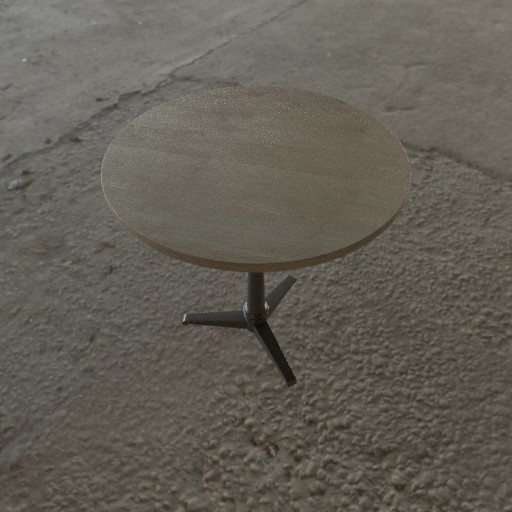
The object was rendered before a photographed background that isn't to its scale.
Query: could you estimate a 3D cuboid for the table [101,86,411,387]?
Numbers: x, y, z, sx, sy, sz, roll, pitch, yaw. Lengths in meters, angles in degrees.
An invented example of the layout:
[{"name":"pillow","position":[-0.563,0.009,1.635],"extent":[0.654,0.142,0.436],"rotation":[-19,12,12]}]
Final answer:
[{"name":"table","position":[0.000,0.000,1.455],"extent":[0.800,0.780,0.800],"rotation":[0,46,0]}]
